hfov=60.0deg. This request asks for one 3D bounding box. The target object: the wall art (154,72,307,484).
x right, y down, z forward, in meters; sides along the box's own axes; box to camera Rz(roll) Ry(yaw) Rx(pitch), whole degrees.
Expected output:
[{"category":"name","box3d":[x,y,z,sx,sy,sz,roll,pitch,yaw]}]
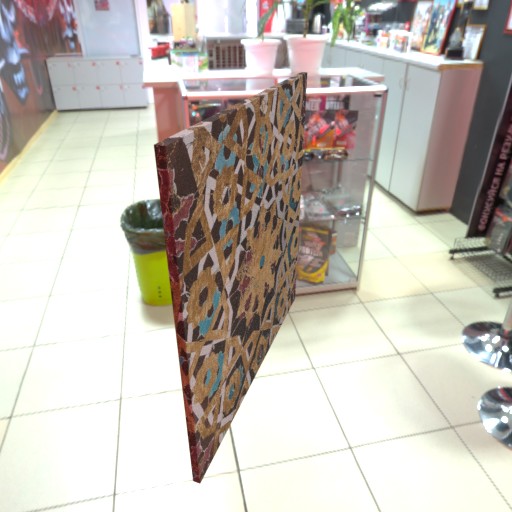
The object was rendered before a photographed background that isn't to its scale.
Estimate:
[{"category":"wall art","box3d":[0.000,0.000,0.591,0.010,0.406,0.404,11,32,18]}]
